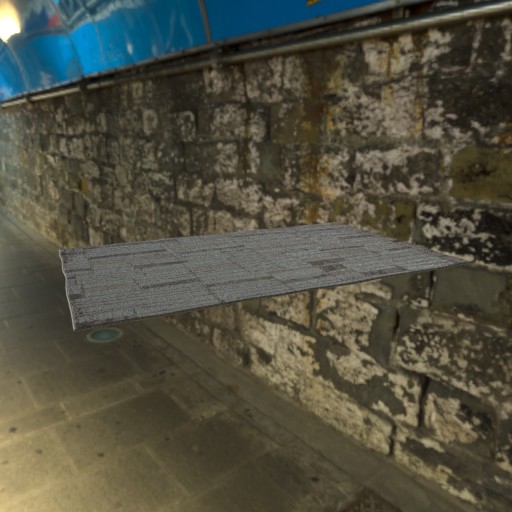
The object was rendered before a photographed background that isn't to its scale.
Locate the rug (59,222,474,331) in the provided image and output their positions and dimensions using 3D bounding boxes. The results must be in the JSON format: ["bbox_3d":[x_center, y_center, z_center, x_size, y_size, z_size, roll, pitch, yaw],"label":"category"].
[{"bbox_3d":[0.000,0.000,3.053,2.444,0.023,1.531,-7,17,-24],"label":"rug"}]
